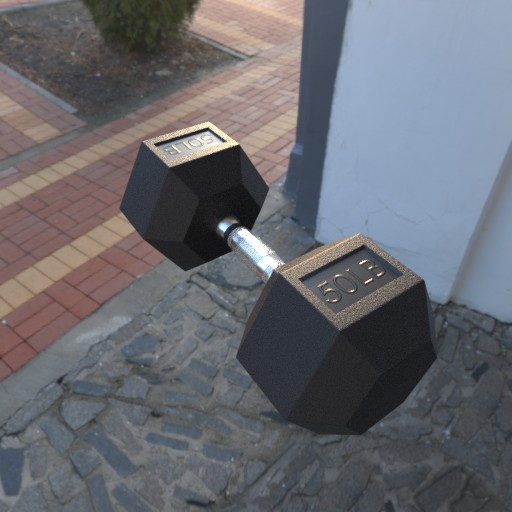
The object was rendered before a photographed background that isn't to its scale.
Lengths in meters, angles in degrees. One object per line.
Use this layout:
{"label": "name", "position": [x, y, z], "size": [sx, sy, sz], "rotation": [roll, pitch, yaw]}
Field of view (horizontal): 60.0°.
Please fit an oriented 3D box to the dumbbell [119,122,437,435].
{"label": "dumbbell", "position": [0.000, 0.000, 0.467], "size": [0.173, 0.150, 0.384], "rotation": [-25, 48, -25]}
